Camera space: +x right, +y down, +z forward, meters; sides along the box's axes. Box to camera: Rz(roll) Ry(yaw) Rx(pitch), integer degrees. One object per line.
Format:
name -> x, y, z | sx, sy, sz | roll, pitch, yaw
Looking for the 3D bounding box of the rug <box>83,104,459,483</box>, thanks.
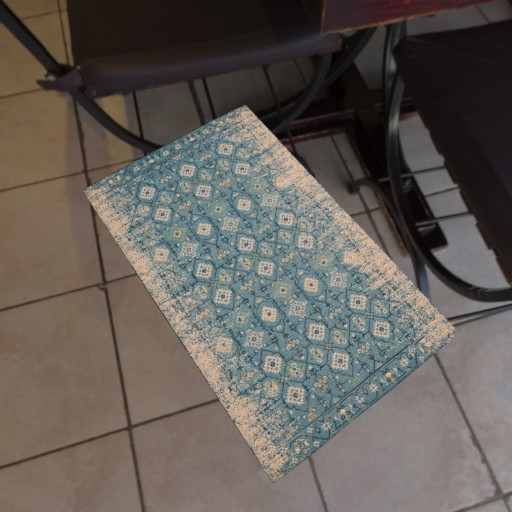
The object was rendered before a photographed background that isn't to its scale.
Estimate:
rug -> 0.000, 0.000, 2.281 | 1.102, 0.008, 1.795 | -33, 68, -15
